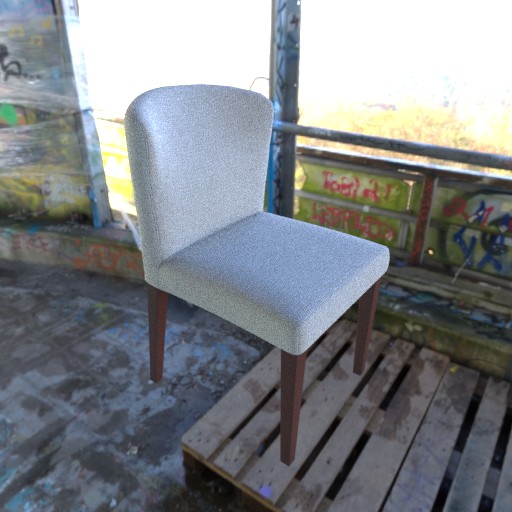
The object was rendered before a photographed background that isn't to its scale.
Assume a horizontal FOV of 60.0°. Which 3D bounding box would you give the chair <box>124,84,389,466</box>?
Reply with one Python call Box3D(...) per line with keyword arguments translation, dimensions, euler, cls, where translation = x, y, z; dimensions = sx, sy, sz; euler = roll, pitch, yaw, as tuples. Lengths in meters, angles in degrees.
Box3D(translation=(0.000, 0.000, 1.209), dimensions=(0.589, 0.839, 0.491), euler=(19, 33, 33), cls="chair")
